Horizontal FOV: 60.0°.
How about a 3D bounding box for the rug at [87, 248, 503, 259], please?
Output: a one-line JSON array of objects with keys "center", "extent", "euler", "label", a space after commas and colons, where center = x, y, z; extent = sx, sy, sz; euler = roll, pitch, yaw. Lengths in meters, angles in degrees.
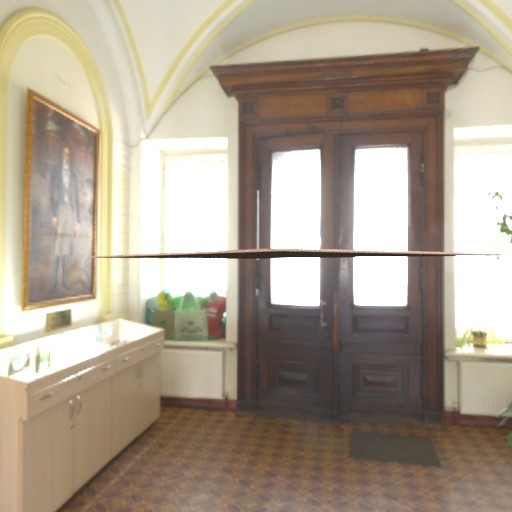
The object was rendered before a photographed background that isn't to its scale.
[{"center": [0.000, 0.000, 2.932], "extent": [1.533, 0.011, 2.439], "euler": [1, -1, -35], "label": "rug"}]
